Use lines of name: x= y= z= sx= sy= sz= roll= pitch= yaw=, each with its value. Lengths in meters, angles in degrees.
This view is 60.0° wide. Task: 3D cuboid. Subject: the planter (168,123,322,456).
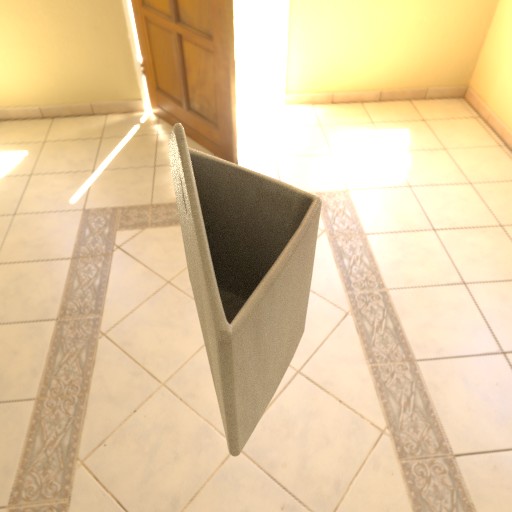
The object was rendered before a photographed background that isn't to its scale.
planter: x=0.000 y=0.000 z=0.278 sx=0.080 sy=0.194 sz=0.163 roll=-11 pitch=47 yaw=-11
